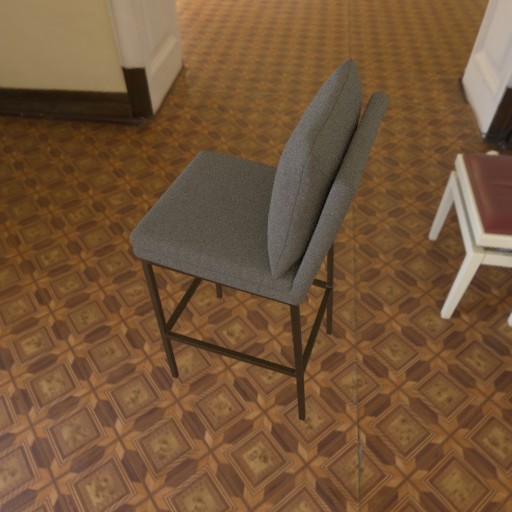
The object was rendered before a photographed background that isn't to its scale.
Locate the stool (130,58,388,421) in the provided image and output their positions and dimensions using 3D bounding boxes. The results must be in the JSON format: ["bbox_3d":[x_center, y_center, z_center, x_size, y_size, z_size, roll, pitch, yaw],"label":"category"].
[{"bbox_3d":[0.000,0.000,1.410,0.569,1.132,0.463,15,48,14],"label":"stool"}]
